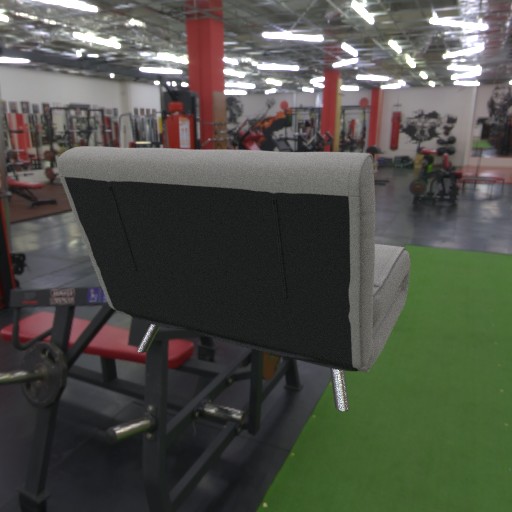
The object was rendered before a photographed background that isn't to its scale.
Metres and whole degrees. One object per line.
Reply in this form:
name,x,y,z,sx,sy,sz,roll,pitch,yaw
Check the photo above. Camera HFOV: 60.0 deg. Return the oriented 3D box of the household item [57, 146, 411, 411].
household item,0.000,0.000,1.651,1.000,0.800,0.874,8,18,26
